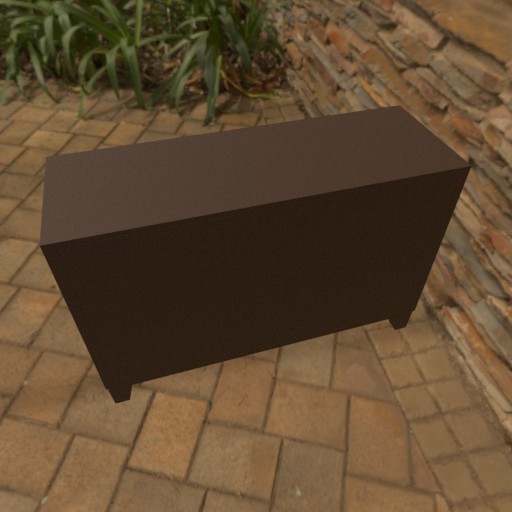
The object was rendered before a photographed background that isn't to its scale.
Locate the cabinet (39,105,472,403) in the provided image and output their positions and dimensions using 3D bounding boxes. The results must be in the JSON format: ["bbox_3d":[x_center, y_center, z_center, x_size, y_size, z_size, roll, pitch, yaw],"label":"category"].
[{"bbox_3d":[0.000,0.000,1.854,1.396,0.914,0.482,-12,45,-12],"label":"cabinet"}]
